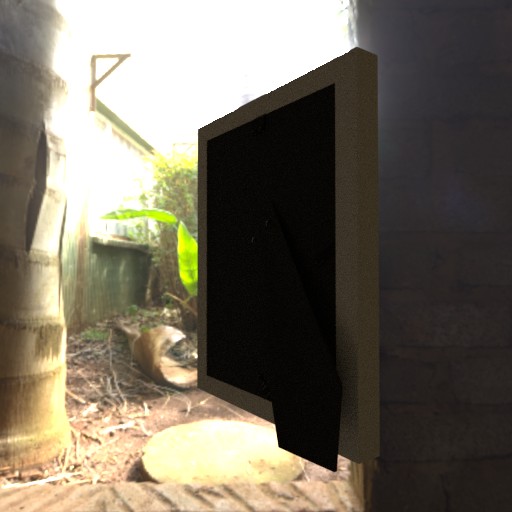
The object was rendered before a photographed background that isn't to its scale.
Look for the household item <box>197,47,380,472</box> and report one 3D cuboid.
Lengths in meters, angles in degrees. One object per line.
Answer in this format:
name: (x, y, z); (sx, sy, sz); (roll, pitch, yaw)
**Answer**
household item: (0.000, 0.000, 0.344); (0.045, 0.250, 0.200); (1, -1, -36)
